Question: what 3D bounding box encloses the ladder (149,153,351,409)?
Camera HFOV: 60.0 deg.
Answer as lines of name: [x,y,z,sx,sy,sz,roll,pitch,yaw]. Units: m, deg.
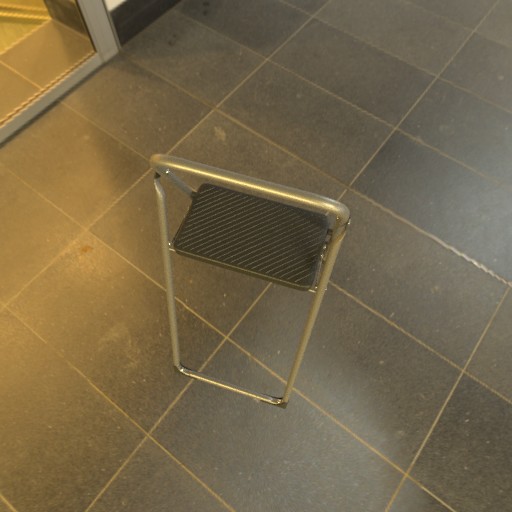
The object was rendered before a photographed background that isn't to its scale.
ladder: [0.000,0.000,1.266,0.430,0.945,0.629,16,65,8]
